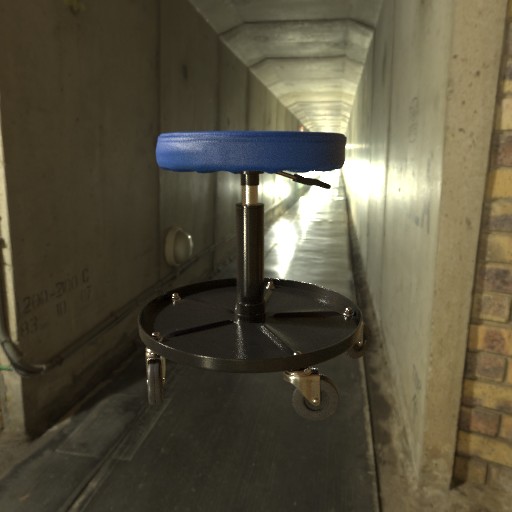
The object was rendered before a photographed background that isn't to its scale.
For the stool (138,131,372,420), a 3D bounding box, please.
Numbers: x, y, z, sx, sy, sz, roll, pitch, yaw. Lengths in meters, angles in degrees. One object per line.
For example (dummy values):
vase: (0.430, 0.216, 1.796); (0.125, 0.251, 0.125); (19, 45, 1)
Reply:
stool: (0.000, 0.000, 0.685); (0.382, 0.365, 0.381); (-7, 16, -26)
